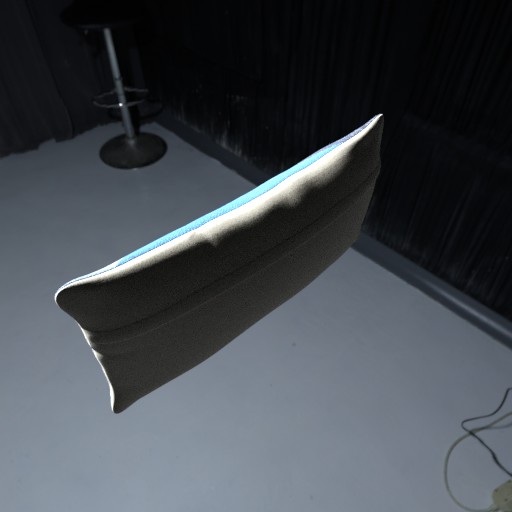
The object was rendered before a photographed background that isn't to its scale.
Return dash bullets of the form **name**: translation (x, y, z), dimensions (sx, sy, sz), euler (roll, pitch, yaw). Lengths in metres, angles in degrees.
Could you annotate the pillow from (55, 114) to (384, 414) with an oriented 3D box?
- **pillow**: translation (0.000, 0.000, 0.732), dimensions (0.604, 0.307, 0.148), euler (-33, 55, -27)
